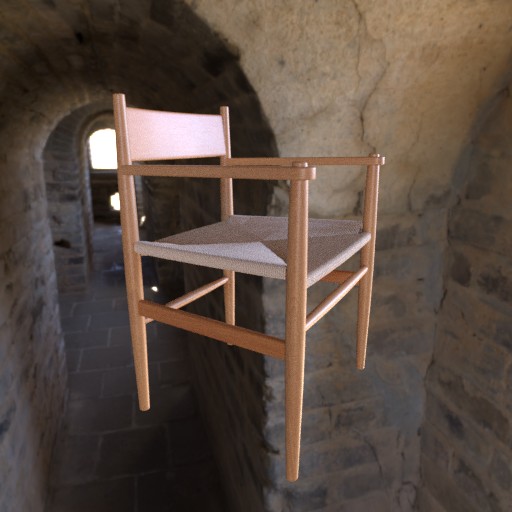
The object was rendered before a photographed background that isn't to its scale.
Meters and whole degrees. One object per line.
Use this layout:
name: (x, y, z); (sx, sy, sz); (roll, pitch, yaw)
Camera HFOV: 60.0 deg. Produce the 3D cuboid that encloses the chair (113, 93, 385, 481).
chair: (0.000, 0.000, 1.126); (0.495, 0.762, 0.556); (8, 17, 27)
